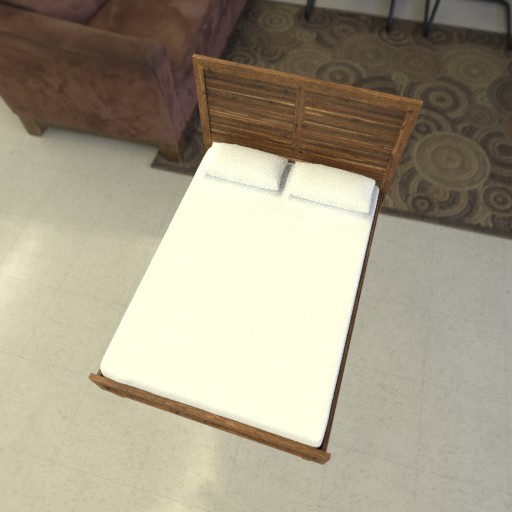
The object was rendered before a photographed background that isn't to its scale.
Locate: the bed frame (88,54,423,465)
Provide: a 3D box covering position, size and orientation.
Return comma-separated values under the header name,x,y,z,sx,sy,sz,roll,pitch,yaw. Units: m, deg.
name,x,y,z,sx,sy,sz,roll,pitch,yaw
bed frame,0.000,0.000,3.250,1.696,1.417,2.276,15,61,9
